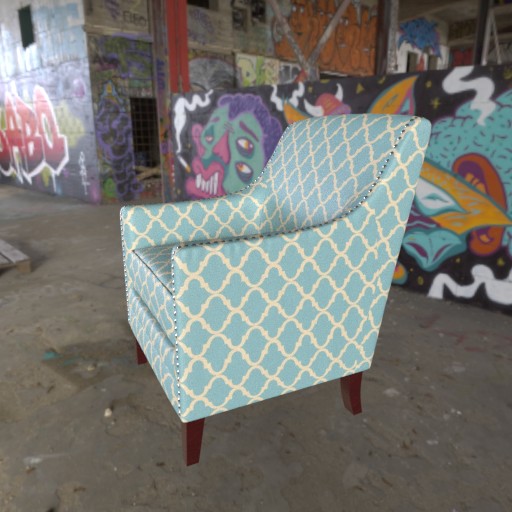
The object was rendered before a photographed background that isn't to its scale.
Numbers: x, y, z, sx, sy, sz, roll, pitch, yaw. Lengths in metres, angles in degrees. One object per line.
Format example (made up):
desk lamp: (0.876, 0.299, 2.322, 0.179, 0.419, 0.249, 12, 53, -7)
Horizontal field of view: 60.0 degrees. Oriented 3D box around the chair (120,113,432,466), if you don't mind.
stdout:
chair: (0.000, 0.000, 1.324, 0.686, 0.817, 0.617, -8, 17, -25)
